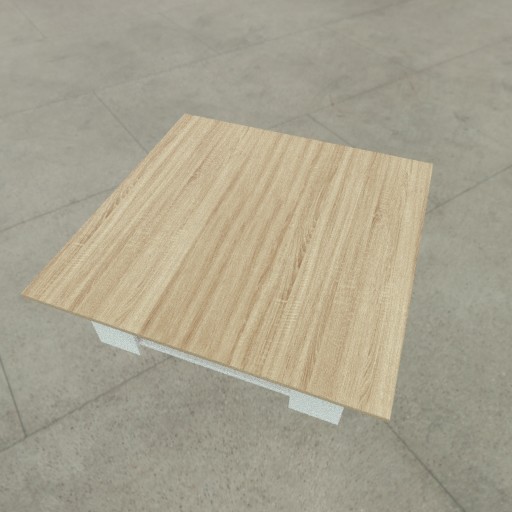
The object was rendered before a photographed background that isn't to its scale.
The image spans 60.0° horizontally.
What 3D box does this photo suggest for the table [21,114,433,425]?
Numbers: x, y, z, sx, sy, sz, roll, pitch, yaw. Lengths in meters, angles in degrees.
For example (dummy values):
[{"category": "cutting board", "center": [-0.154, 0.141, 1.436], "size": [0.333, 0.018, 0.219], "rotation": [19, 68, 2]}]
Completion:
[{"category": "table", "center": [0.000, 0.000, 1.365], "size": [0.890, 0.305, 0.890], "rotation": [15, 50, 13]}]
